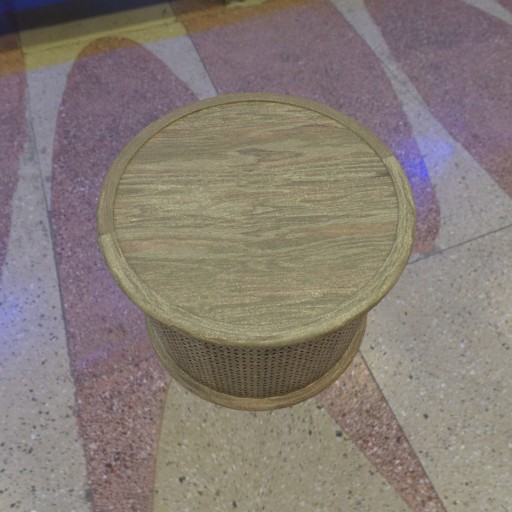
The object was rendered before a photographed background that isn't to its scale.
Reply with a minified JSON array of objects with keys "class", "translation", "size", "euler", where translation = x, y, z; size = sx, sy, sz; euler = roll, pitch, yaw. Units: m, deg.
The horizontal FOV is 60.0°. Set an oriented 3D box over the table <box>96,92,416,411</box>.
[{"class":"table","translation":[0.000,0.000,1.036],"size":[0.607,0.450,0.607],"euler":[0,58,0]}]
